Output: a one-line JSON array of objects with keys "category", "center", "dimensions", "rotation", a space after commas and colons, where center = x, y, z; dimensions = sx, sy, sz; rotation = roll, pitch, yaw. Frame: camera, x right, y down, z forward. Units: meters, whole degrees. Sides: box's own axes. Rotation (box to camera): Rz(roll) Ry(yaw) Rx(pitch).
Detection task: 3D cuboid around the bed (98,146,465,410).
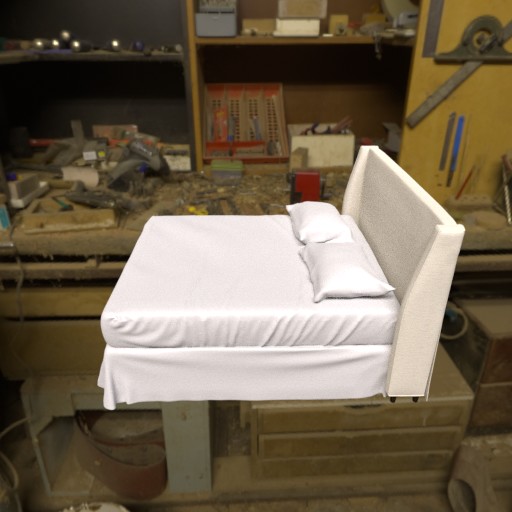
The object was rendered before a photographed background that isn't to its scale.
[{"category": "bed", "center": [0.000, 0.000, 3.522], "dimensions": [2.276, 1.332, 1.925], "rotation": [0, 28, -1]}]
